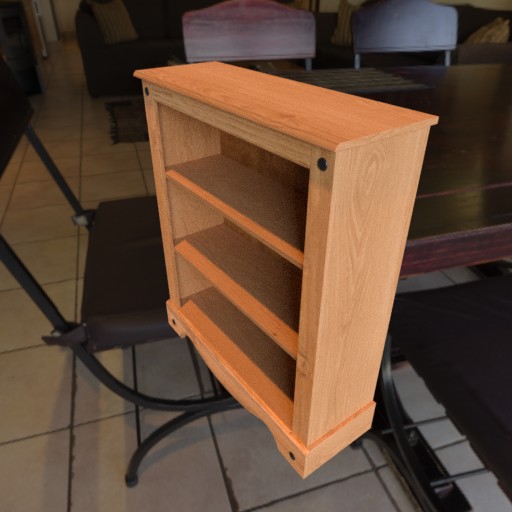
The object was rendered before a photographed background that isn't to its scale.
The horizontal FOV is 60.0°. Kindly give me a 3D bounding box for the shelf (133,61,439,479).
[{"bbox_3d":[0.000,0.000,1.363,0.291,0.980,0.840,-22,38,-30],"label":"shelf"}]
